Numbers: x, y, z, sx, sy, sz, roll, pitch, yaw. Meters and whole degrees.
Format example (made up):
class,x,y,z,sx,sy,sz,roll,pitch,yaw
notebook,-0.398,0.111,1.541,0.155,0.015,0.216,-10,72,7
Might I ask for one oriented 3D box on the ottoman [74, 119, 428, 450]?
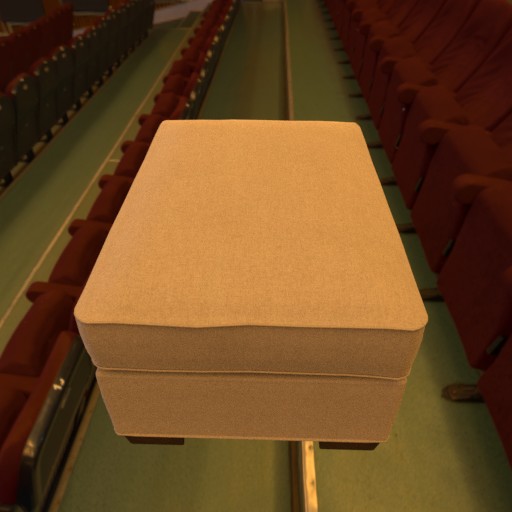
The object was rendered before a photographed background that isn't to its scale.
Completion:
class,x,y,z,sx,sy,sz,roll,pitch,yaw
ottoman,0.000,0.000,1.185,0.617,0.503,0.846,1,40,1
